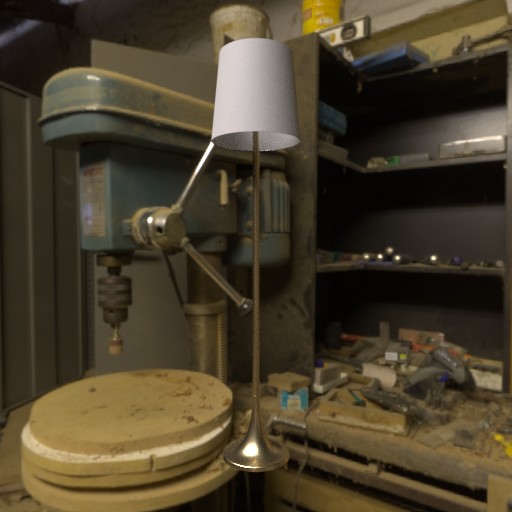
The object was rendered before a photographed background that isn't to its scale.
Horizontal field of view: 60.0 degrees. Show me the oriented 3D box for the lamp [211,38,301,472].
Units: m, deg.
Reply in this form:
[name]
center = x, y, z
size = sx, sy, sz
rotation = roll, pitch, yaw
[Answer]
[lamp]
center = 0.000, 0.000, 1.698
size = 0.337, 1.543, 0.337
rotation = 0, 2, 0
